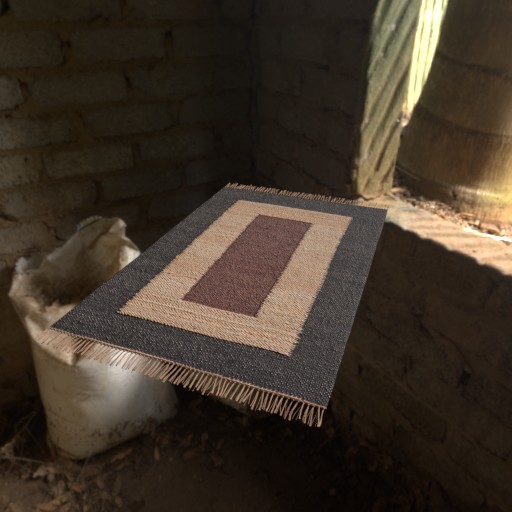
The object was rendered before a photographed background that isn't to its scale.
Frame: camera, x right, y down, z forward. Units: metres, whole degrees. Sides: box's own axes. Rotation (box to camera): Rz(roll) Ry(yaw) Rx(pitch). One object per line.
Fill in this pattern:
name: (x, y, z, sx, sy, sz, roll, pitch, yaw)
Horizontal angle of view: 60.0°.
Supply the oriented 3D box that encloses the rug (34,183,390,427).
rug: (0.000, 0.000, 2.462, 1.224, 0.027, 2.021, 11, 31, 18)
